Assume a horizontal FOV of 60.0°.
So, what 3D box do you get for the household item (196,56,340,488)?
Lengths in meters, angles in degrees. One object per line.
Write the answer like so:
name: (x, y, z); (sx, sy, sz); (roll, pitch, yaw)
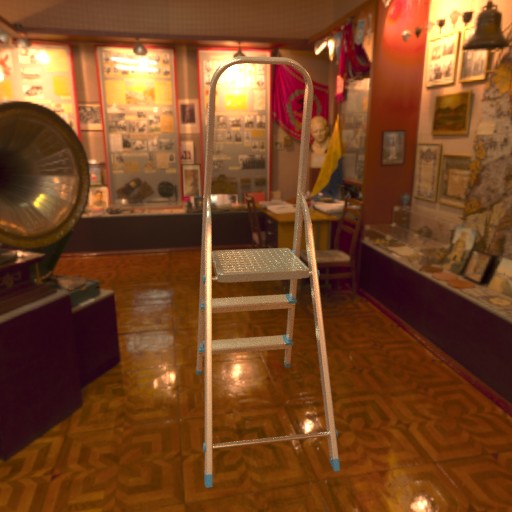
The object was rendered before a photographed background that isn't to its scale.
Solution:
household item: (0.000, 0.000, 1.507); (0.420, 1.215, 0.687); (-3, 15, -9)
